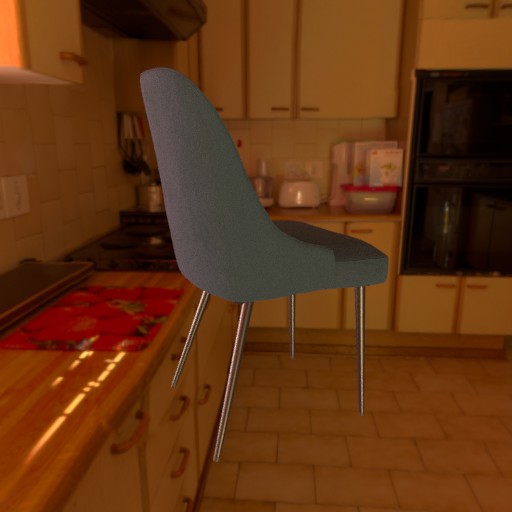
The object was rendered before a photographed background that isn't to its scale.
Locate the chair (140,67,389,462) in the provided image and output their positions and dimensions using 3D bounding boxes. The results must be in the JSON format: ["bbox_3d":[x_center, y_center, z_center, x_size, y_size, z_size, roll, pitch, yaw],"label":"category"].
[{"bbox_3d":[0.000,0.000,1.205,0.559,0.896,0.478,-7,16,-25],"label":"chair"}]
